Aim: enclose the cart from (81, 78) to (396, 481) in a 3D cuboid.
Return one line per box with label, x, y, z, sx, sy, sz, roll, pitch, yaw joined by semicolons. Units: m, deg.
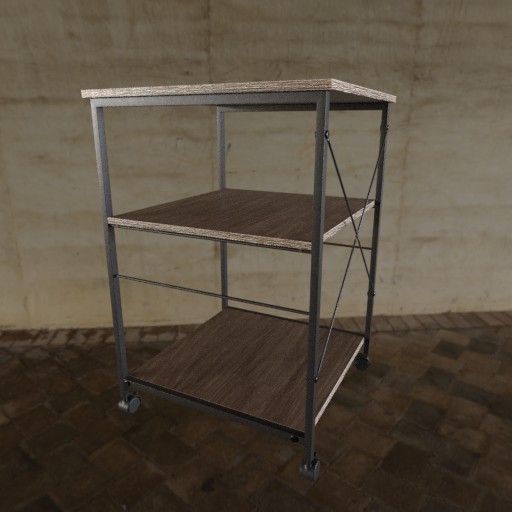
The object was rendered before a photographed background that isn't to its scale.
cart;0.000;0.000;1.104;0.520;0.762;0.521;8;19;26
